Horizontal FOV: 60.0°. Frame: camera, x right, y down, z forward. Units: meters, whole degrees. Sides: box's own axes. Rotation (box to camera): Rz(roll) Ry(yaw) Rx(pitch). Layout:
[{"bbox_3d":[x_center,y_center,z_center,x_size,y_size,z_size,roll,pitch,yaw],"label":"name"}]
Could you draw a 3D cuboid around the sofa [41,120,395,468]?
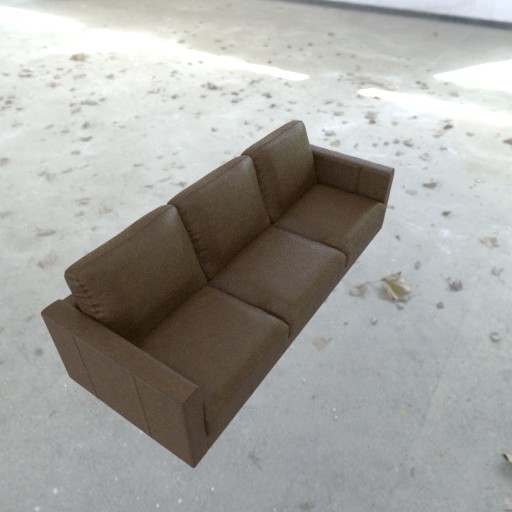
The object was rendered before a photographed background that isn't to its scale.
[{"bbox_3d":[0.000,0.000,2.699,0.903,0.930,2.231,24,45,26],"label":"sofa"}]
